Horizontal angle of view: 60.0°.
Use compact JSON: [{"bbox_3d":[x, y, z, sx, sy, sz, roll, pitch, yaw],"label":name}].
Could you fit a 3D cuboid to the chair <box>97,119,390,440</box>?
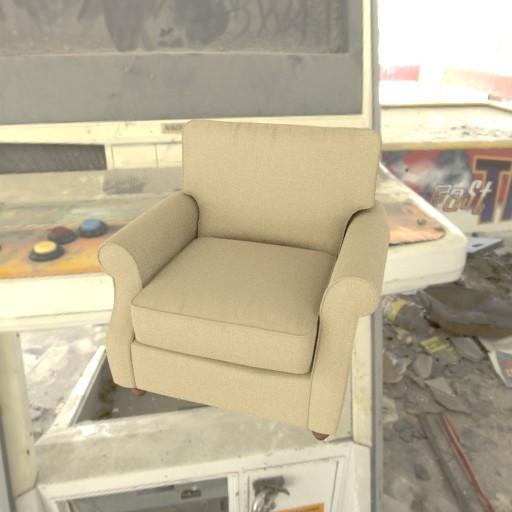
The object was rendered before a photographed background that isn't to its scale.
[{"bbox_3d":[0.000,0.000,1.813,1.029,0.967,0.966,8,27,15],"label":"chair"}]
